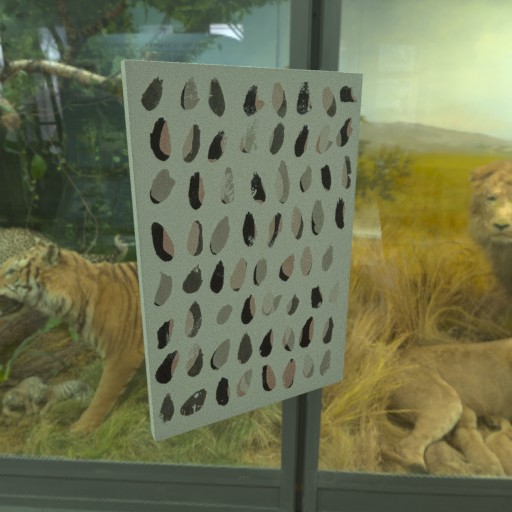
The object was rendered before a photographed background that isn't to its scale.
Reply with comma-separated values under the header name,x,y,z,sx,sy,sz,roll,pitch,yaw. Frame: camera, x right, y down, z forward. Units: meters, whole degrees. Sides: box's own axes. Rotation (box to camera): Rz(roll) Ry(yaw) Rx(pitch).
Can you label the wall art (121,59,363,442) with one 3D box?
name,x,y,z,sx,sy,sz,roll,pitch,yaw
wall art,0.000,0.000,0.774,0.405,0.608,0.025,-9,19,-26
